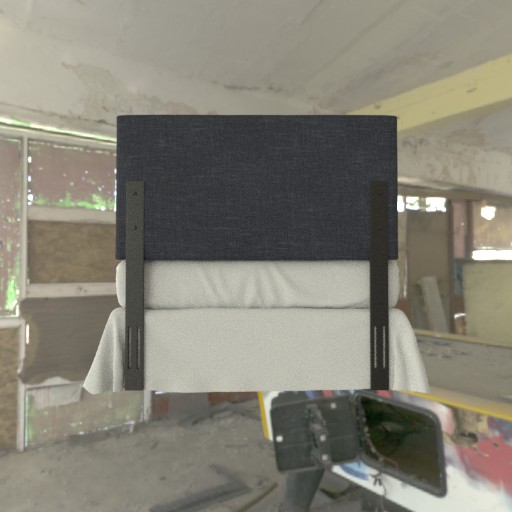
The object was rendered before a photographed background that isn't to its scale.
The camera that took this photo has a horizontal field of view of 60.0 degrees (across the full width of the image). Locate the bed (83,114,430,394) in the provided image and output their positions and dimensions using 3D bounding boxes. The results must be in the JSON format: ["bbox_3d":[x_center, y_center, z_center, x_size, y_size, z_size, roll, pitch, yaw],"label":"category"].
[{"bbox_3d":[0.000,0.000,3.543,1.936,1.577,2.222,0,-1,0],"label":"bed"}]
